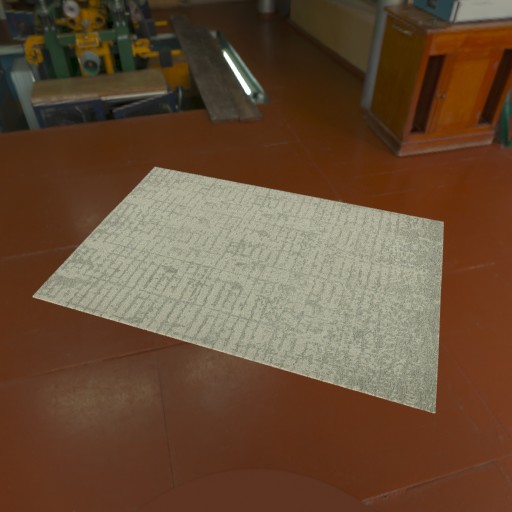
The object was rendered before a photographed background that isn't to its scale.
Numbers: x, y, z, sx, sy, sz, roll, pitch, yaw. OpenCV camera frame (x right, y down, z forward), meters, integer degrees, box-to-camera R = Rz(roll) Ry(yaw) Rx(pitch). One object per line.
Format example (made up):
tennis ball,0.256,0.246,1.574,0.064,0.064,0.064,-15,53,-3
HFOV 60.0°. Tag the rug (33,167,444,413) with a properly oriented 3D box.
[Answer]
rug,0.000,0.000,2.293,1.827,0.007,1.211,13,44,14
